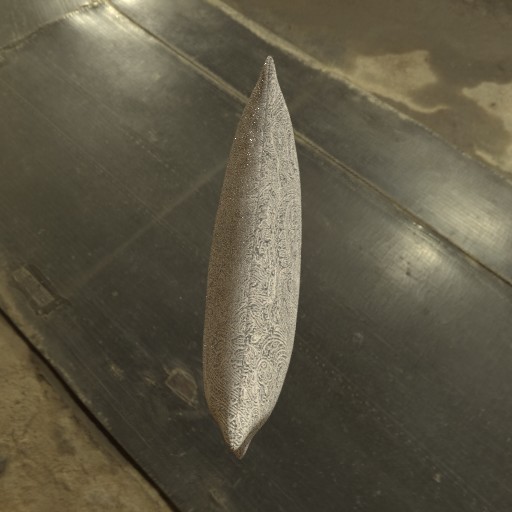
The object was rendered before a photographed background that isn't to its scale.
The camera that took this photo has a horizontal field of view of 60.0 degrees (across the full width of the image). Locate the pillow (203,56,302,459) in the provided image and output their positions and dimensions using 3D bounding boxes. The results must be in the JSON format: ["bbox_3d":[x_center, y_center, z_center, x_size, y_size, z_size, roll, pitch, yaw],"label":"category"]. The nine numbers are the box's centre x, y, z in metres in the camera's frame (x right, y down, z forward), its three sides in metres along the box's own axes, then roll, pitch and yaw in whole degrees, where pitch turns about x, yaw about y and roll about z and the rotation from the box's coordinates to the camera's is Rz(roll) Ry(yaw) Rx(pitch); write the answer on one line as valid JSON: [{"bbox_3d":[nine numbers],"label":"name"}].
[{"bbox_3d":[0.000,0.000,0.745,0.151,0.295,0.615,4,64,2],"label":"pillow"}]
